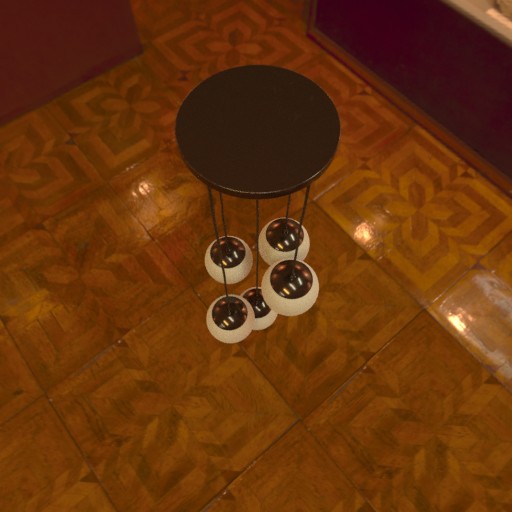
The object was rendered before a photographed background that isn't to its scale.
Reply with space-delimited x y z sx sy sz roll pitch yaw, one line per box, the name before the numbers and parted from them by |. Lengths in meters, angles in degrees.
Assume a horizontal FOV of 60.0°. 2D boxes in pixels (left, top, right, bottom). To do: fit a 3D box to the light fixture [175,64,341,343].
light fixture | 0.000 0.000 1.493 0.484 1.271 0.489 -34 69 -15
